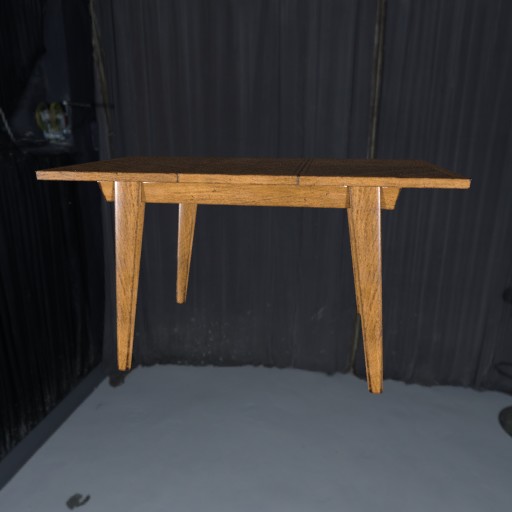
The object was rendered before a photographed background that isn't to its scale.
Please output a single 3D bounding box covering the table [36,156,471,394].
[{"bbox_3d":[0.000,0.000,1.871,1.400,0.760,0.757,3,17,9],"label":"table"}]
